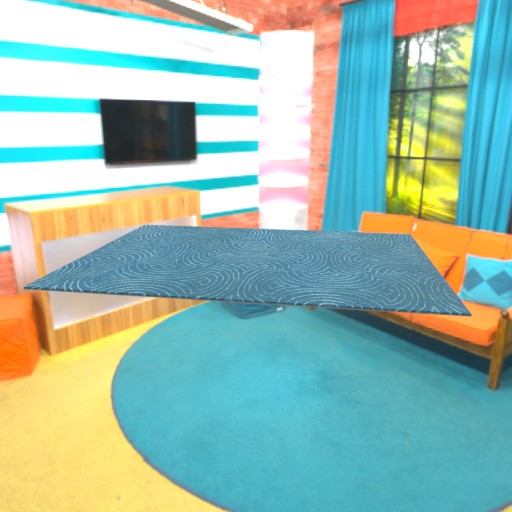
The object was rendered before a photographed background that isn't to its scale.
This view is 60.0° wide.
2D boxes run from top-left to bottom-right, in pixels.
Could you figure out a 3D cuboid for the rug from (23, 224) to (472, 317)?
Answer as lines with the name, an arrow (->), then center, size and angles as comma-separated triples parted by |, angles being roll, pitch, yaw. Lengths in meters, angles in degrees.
rug -> 0.000, 0.000, 2.813 | 2.144, 0.015, 1.543 | 3, 16, 9
